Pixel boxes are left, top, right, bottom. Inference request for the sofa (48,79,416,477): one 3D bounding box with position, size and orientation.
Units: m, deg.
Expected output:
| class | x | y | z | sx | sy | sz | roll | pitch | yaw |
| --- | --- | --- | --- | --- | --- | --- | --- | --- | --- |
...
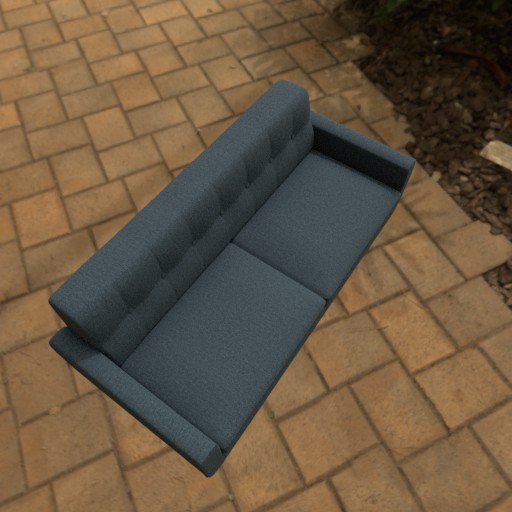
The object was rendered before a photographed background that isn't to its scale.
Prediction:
| class | x | y | z | sx | sy | sz | roll | pitch | yaw |
| --- | --- | --- | --- | --- | --- | --- | --- | --- | --- |
| sofa | 0.000 | 0.000 | 2.478 | 0.942 | 0.884 | 2.055 | 31 | 63 | 18 |
